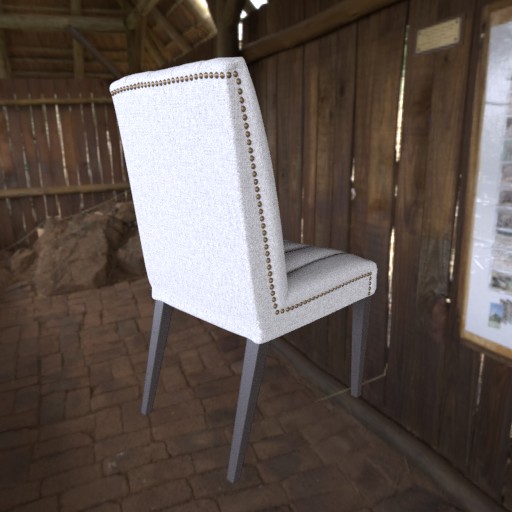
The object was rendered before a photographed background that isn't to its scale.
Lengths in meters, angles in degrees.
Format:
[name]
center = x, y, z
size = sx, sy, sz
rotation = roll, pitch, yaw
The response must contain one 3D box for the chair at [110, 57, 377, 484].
[chair]
center = 0.000, 0.000, 1.363
size = 0.511, 1.016, 0.647
rotation = 14, 20, 43
